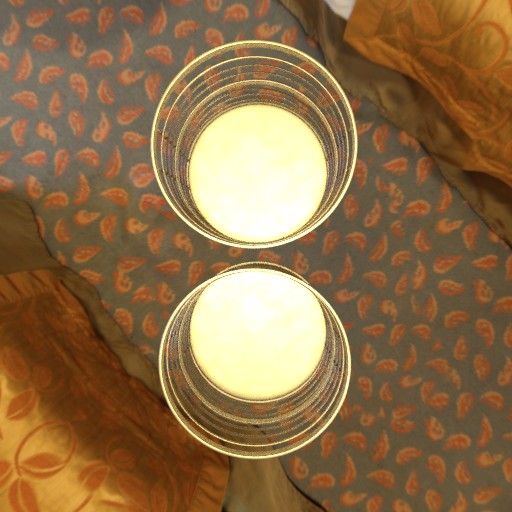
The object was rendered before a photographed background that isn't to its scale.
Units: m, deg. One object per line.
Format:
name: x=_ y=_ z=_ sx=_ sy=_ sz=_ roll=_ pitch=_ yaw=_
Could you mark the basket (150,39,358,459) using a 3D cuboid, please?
basket: x=0.000 y=0.000 z=0.937 sx=0.356 sy=0.351 sz=0.746 roll=0 pitch=92 yaw=1
